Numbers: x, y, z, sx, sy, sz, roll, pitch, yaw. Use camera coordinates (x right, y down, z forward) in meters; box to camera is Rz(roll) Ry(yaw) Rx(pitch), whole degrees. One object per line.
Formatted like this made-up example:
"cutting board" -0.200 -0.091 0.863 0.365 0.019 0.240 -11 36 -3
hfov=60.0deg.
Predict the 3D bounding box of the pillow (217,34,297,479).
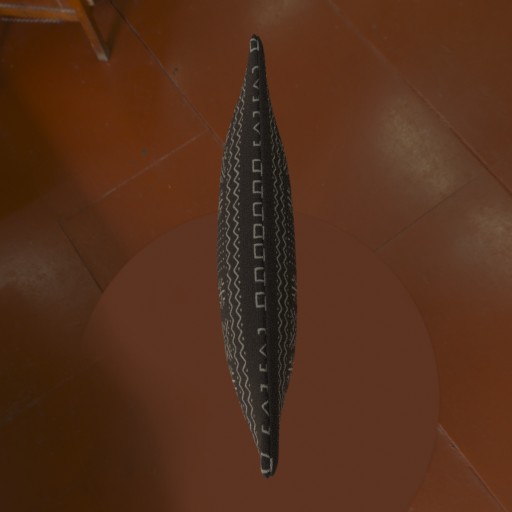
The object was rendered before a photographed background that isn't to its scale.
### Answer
"pillow" 0.000 0.000 0.777 0.135 0.322 0.667 -1 75 0
